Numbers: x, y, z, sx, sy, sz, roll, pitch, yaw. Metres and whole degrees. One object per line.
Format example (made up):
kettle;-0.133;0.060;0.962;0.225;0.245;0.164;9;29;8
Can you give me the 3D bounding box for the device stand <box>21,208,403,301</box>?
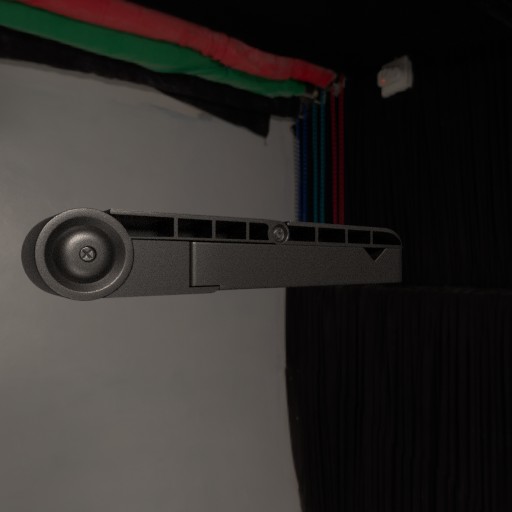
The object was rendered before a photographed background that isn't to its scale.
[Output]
device stand;0.000;0.000;0.193;0.179;0.030;0.026;1;-1;-36
